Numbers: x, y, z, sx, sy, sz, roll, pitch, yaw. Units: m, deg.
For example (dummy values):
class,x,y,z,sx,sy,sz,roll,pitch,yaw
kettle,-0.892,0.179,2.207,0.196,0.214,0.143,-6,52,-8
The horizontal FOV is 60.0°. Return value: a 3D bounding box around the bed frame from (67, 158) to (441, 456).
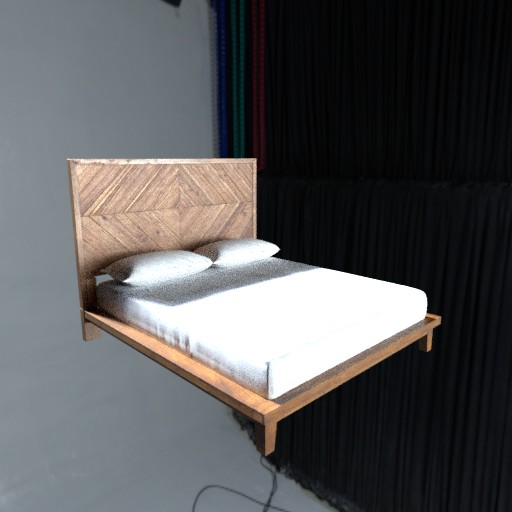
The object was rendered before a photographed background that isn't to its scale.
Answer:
class,x,y,z,sx,sy,sz,roll,pitch,yaw
bed frame,0.000,0.000,3.601,2.038,1.537,2.235,-12,17,-43
